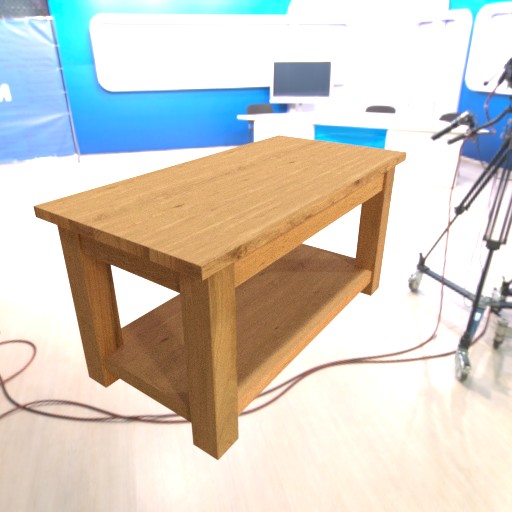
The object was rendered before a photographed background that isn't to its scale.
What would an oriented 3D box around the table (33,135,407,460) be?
[{"bbox_3d":[0.000,0.000,1.193,0.450,0.452,0.899,17,31,32],"label":"table"}]
